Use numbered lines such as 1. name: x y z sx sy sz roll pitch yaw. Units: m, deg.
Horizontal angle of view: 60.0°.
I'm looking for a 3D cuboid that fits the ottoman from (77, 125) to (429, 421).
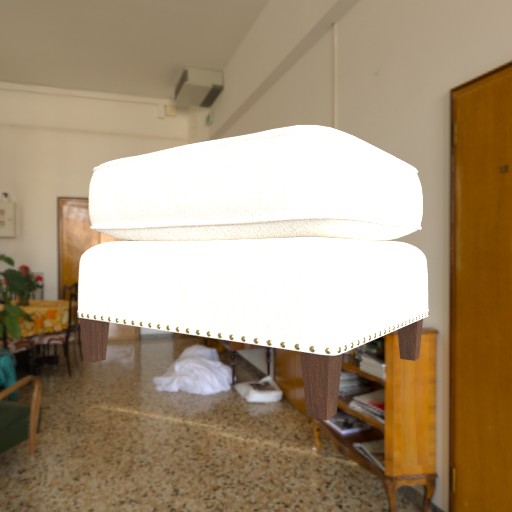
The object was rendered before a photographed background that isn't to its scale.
1. ottoman: 0.000 0.000 1.157 0.738 0.537 0.589 0 1 36
